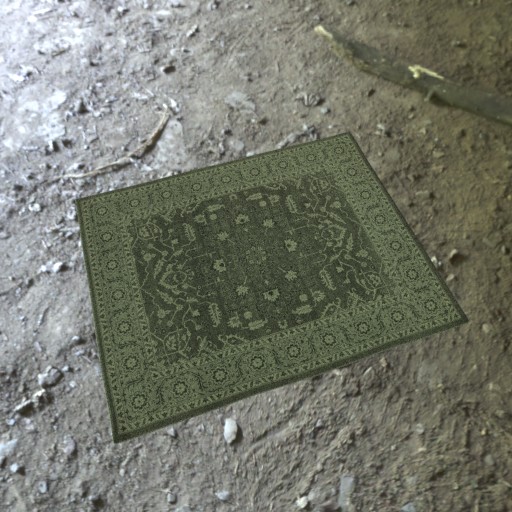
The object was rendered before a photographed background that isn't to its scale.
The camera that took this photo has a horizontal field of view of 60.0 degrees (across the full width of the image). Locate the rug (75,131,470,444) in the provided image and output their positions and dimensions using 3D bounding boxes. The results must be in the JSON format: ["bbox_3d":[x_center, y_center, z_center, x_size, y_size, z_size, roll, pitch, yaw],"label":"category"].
[{"bbox_3d":[0.000,0.000,4.152,3.069,0.026,2.451,-16,60,-10],"label":"rug"}]
